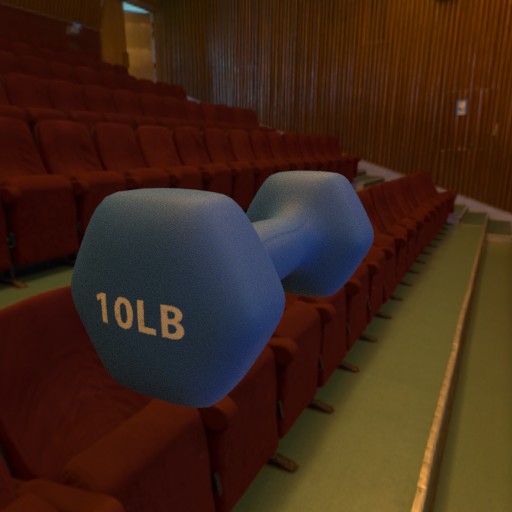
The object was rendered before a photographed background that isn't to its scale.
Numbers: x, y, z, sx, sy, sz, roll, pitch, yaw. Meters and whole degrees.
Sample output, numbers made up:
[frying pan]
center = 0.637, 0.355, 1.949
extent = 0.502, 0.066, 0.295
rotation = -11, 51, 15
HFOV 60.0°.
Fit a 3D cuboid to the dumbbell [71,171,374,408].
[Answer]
[dumbbell]
center = 0.000, 0.000, 0.267
extent = 0.103, 0.093, 0.212
rotation = 7, 16, 27
